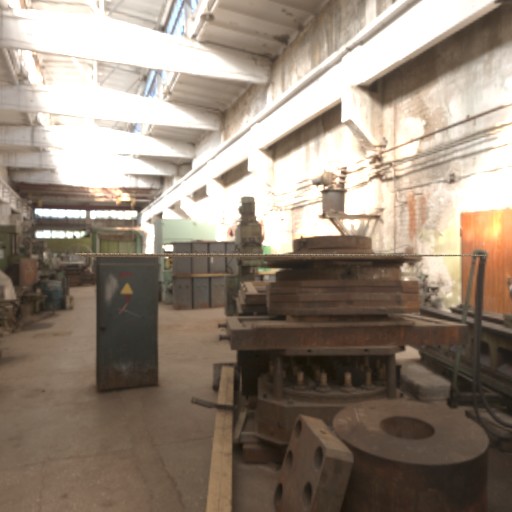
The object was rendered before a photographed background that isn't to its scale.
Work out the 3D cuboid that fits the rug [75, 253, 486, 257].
[{"bbox_3d":[0.000,0.000,4.177,3.037,0.010,2.453,0,0,-19],"label":"rug"}]
